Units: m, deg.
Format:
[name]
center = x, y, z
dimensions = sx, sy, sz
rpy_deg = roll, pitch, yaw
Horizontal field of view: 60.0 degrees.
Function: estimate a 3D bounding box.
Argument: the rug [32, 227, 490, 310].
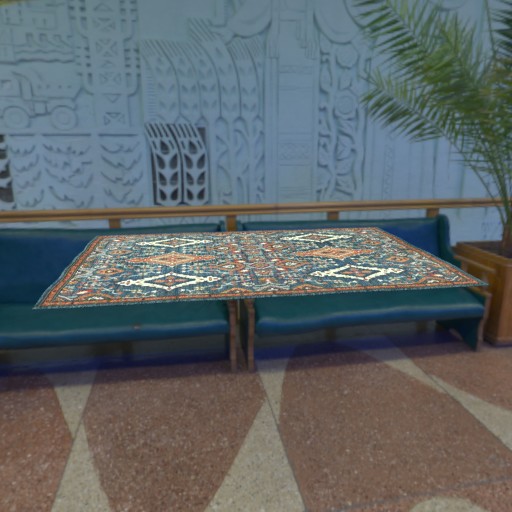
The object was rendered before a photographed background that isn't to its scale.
[rug]
center = 0.000, 0.000, 4.209
dimensions = 3.371, 0.008, 2.190
rpy_deg = -2, 16, -8
